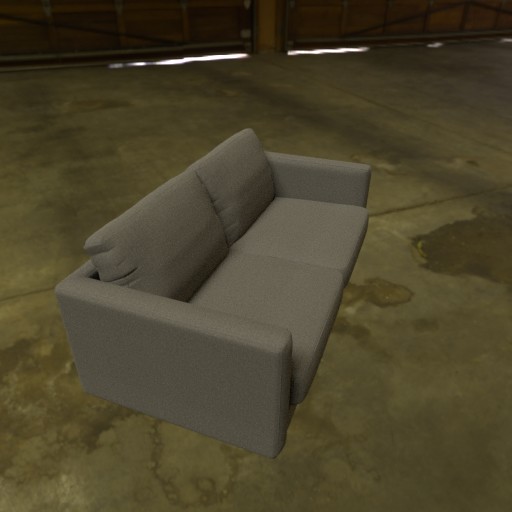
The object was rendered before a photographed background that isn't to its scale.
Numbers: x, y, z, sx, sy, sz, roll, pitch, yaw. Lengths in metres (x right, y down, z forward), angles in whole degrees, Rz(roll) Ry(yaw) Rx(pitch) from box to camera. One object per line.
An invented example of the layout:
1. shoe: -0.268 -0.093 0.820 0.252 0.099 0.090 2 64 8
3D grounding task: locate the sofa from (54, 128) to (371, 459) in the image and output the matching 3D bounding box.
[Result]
1. sofa: 0.000 0.000 2.254 0.940 0.866 1.713 12 34 18
